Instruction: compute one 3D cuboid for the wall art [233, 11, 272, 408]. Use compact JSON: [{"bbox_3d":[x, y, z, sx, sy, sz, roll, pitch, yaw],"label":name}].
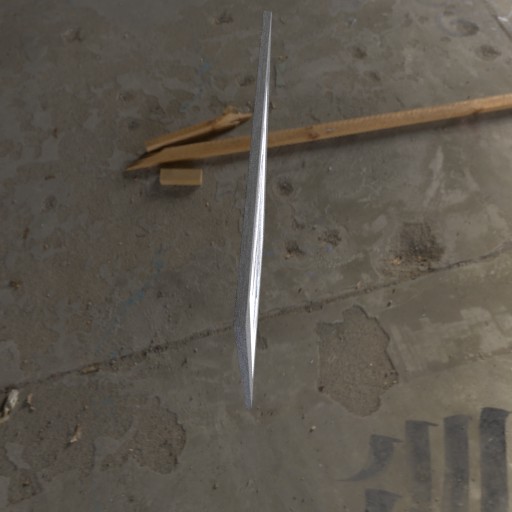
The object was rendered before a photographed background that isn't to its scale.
[{"bbox_3d":[0.000,0.000,1.361,0.020,1.070,0.768,4,64,2],"label":"wall art"}]
